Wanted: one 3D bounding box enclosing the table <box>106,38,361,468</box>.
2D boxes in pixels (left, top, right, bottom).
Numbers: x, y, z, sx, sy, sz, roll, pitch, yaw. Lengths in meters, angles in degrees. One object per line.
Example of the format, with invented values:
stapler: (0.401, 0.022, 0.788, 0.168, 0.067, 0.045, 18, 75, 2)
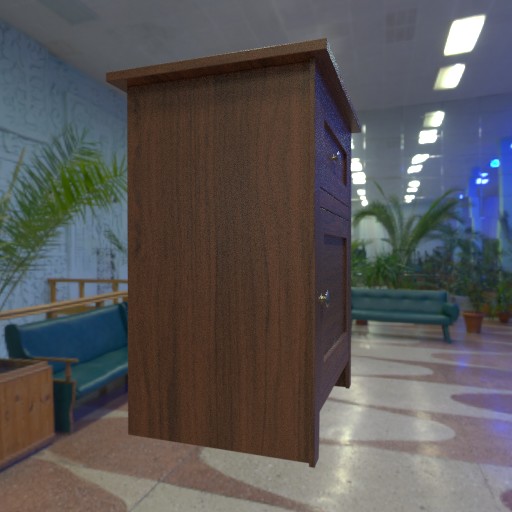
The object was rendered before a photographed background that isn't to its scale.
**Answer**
table: (0.000, 0.000, 0.931, 0.381, 0.636, 0.480, 0, 1, 19)
